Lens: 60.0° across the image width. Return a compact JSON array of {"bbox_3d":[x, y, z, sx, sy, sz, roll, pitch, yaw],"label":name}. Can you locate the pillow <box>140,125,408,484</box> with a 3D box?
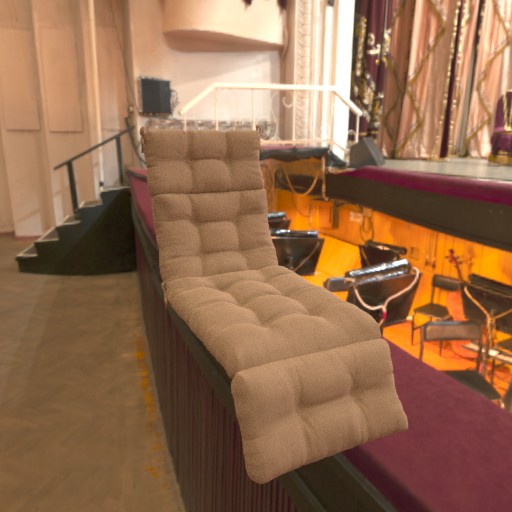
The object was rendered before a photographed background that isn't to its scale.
[{"bbox_3d":[0.000,0.000,1.467,0.526,0.863,1.016,-7,16,-25],"label":"pillow"}]
